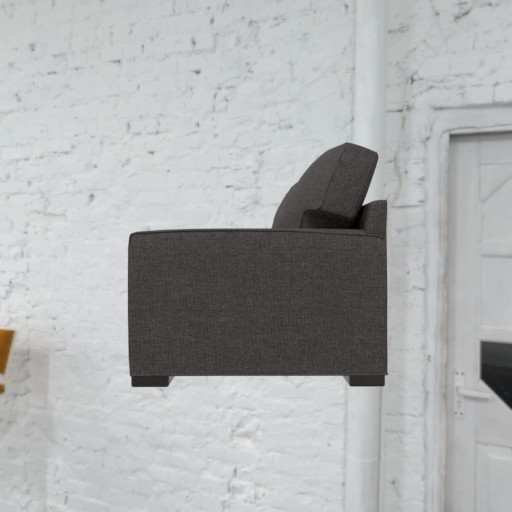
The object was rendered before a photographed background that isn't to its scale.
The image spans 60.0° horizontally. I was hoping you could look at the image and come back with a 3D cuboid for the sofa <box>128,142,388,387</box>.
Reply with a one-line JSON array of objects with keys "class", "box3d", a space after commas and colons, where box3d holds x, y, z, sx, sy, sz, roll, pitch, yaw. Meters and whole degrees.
[{"class": "sofa", "box3d": [0.000, 0.000, 2.855, 1.004, 0.978, 2.369, 0, 1, 0]}]
